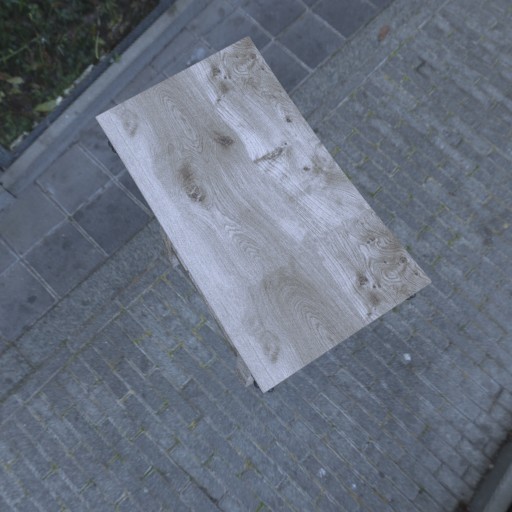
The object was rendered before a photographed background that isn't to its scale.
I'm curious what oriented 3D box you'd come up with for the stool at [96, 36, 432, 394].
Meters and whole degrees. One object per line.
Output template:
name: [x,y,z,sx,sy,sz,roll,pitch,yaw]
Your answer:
stool: [0.000,0.000,0.897,0.330,0.635,0.450,-31,77,-8]
